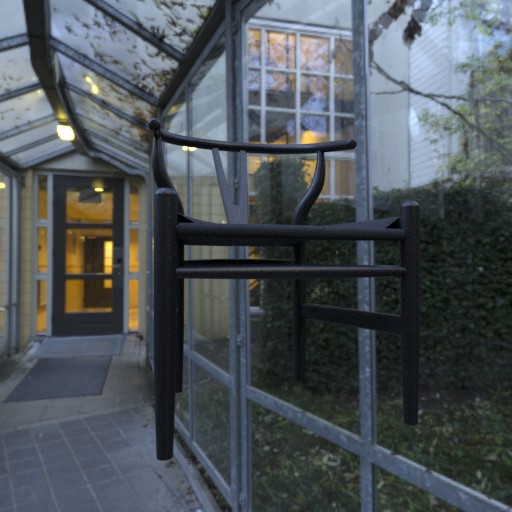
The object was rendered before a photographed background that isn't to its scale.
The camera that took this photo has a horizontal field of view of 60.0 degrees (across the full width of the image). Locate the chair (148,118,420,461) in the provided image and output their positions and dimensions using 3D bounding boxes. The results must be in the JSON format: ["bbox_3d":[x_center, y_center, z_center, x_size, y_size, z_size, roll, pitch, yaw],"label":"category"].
[{"bbox_3d":[0.000,0.000,1.135,0.569,0.730,0.579,0,-1,-19],"label":"chair"}]
